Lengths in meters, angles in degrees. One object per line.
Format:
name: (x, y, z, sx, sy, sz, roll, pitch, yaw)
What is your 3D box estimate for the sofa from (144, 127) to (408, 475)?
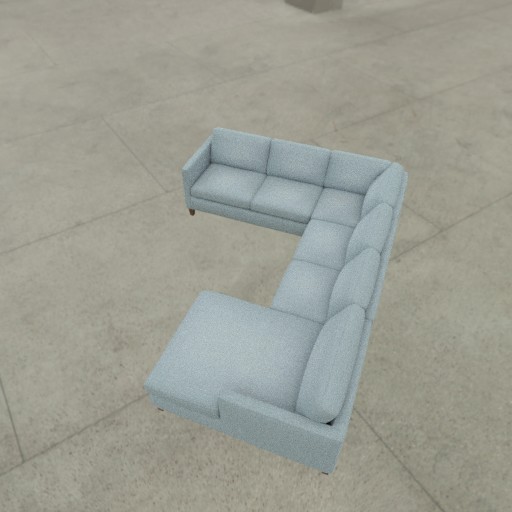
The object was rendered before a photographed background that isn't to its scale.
sofa: (0.000, 0.000, 4.521, 2.551, 0.889, 3.403, 15, 47, 15)
